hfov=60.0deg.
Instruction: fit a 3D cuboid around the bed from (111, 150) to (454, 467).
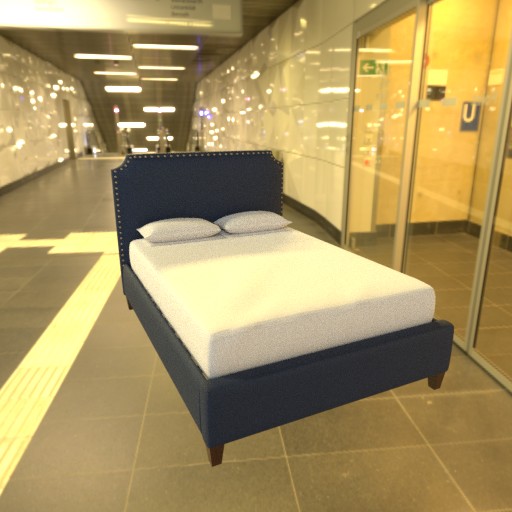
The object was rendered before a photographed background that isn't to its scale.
[{"bbox_3d":[0.000,0.000,3.412,1.712,1.443,2.372,-8,19,-25],"label":"bed"}]
